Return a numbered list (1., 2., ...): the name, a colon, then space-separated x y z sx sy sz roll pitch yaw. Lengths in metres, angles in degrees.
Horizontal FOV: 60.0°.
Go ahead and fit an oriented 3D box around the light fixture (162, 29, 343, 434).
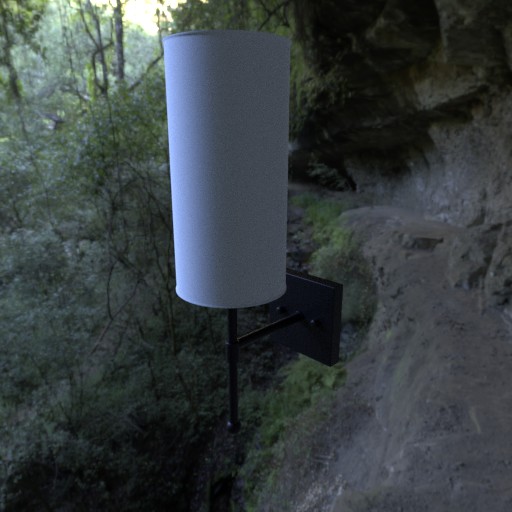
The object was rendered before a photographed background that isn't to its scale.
1. light fixture: 0.000 0.000 0.536 0.208 0.462 0.128 -16 23 -42
